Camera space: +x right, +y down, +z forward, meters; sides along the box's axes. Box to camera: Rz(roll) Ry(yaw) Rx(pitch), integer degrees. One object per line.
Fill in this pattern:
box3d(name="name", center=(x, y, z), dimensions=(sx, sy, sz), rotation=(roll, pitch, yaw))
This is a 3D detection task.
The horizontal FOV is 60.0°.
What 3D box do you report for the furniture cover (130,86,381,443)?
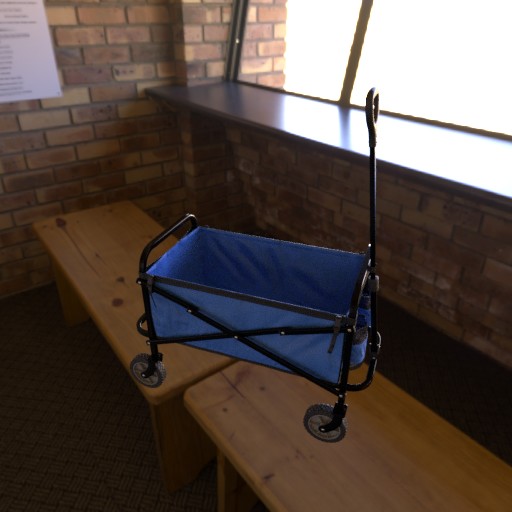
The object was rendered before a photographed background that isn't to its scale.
box3d(name="furniture cover", center=(0.000, 0.000, 1.745), dimensions=(1.038, 1.295, 0.532), rotation=(11, 31, 18))
